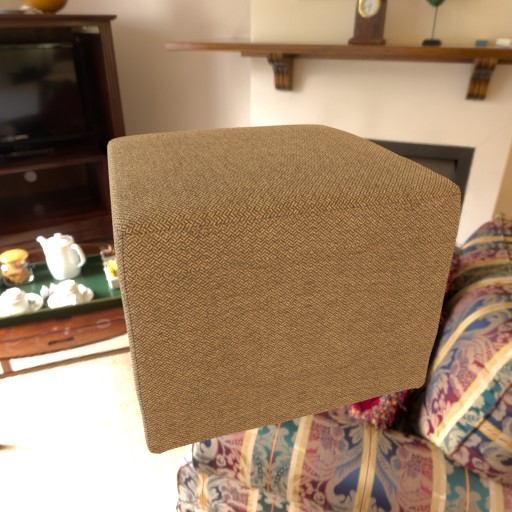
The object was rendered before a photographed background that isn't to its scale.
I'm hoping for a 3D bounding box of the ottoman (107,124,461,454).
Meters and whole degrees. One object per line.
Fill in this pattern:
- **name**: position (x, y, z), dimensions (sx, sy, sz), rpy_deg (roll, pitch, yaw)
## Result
- **ottoman**: position (0.000, 0.000, 0.887), dimensions (0.519, 0.453, 0.512), rpy_deg (-8, 28, -16)
